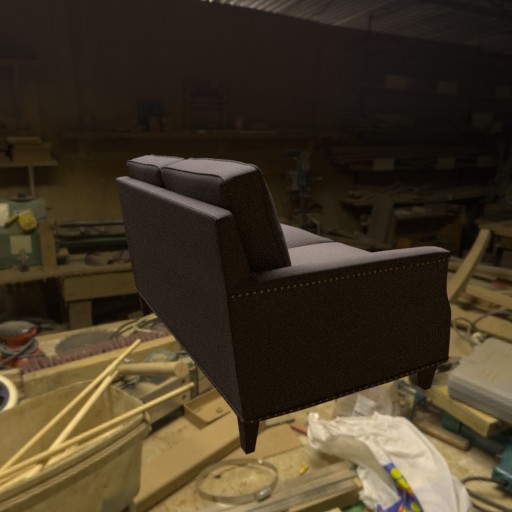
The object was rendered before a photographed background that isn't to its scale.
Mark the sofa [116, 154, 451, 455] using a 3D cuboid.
[{"bbox_3d":[0.000,0.000,2.257,1.084,1.003,1.597,-8,17,-27],"label":"sofa"}]
